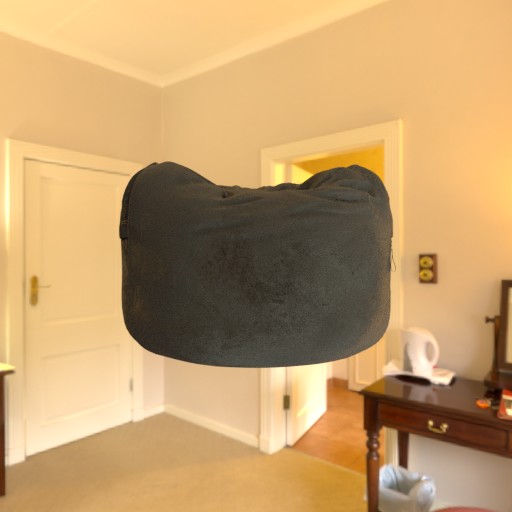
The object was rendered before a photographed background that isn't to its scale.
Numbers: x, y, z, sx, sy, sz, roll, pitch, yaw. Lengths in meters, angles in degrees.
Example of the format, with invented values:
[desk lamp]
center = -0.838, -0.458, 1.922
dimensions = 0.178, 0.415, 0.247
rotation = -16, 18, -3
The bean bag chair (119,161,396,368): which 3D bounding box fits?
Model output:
[bean bag chair]
center = 0.000, 0.000, 1.548
dimensions = 0.918, 0.605, 0.918
rotation = 0, 0, 0
